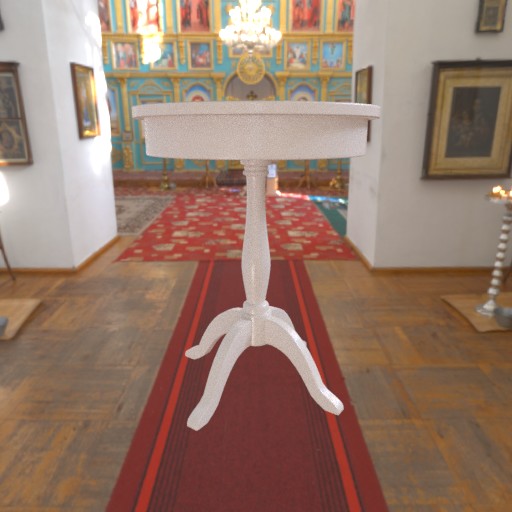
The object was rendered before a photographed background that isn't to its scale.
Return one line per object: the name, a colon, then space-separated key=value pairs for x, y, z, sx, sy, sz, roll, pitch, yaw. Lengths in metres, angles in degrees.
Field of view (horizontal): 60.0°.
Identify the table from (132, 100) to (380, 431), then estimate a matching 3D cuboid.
table: x=0.000 y=0.000 z=1.032 sx=0.513 sy=0.653 sz=0.513 roll=0 pitch=16 yaw=0
